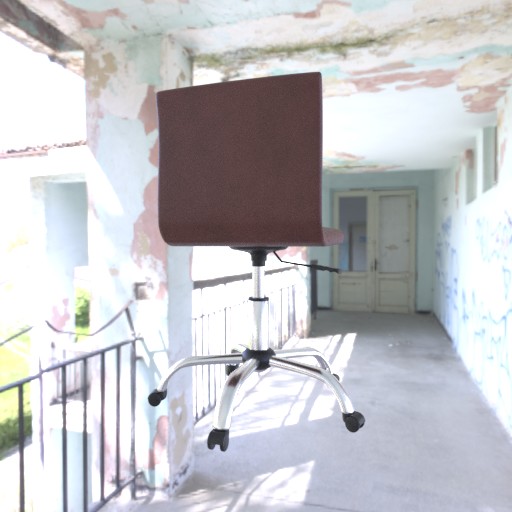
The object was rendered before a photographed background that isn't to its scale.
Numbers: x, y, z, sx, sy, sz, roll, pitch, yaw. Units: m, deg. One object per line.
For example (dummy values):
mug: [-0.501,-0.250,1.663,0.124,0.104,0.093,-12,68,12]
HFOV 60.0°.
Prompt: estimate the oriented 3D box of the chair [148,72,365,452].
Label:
chair: [0.000,0.000,1.129,0.556,0.780,0.530,1,2,18]
